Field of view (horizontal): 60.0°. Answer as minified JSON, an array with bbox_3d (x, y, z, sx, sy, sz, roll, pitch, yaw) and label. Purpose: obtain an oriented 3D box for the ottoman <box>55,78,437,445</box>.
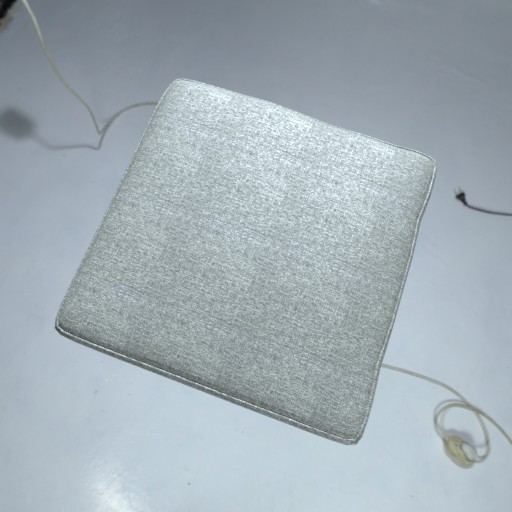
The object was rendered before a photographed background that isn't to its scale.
[{"bbox_3d":[0.000,0.000,1.370,0.838,0.481,0.838,19,75,5],"label":"ottoman"}]
